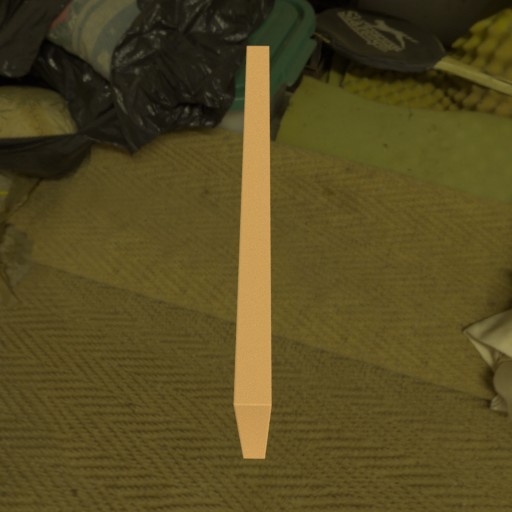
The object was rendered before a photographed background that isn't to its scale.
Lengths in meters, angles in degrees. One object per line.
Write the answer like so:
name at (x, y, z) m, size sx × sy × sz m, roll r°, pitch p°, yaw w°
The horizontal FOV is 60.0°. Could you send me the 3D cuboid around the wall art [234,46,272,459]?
wall art at (0.000, 0.000, 0.788) m, size 0.039 × 0.407 × 0.609 m, roll 1°, pitch 58°, yaw 0°
